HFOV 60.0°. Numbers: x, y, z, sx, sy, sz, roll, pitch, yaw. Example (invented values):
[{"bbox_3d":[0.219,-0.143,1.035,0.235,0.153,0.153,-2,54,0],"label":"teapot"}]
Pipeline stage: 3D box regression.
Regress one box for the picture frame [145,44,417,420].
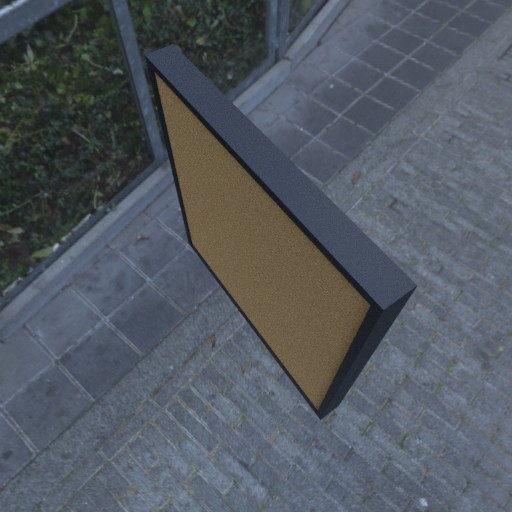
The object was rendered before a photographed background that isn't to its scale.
[{"bbox_3d":[0.000,0.000,0.482,0.030,0.317,0.317,-31,63,-18],"label":"picture frame"}]
